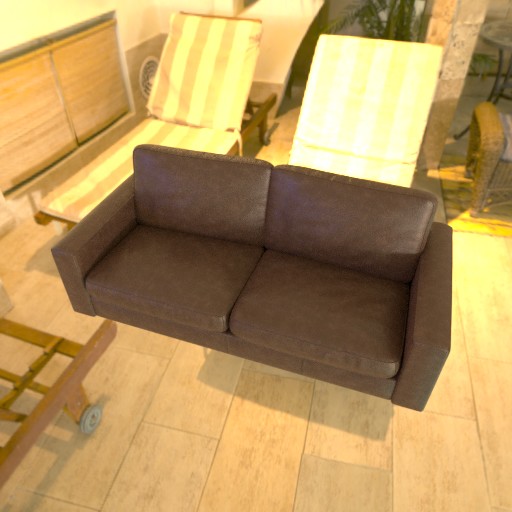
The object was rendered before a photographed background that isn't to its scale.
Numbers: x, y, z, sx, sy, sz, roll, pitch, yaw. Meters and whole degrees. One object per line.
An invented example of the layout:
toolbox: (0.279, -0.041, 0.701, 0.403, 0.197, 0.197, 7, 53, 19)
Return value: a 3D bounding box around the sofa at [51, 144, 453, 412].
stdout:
sofa: (0.000, 0.000, 2.664, 2.179, 0.873, 1.016, 13, 42, 14)
